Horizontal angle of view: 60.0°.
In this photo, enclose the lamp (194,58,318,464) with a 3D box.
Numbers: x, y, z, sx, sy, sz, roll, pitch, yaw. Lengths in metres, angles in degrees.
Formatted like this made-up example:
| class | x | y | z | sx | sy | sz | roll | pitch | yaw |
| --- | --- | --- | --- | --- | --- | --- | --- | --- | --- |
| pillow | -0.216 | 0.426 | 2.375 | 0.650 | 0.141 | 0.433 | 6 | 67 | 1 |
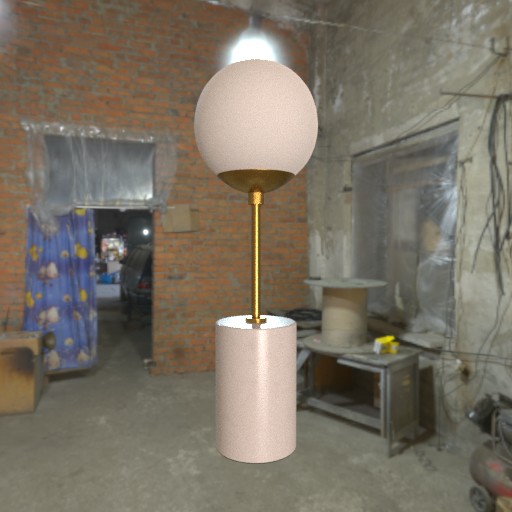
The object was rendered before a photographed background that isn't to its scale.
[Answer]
| class | x | y | z | sx | sy | sz | roll | pitch | yaw |
| --- | --- | --- | --- | --- | --- | --- | --- | --- | --- |
| lamp | 0.000 | 0.000 | 0.558 | 0.153 | 0.480 | 0.153 | 0 | 1 | 0 |
